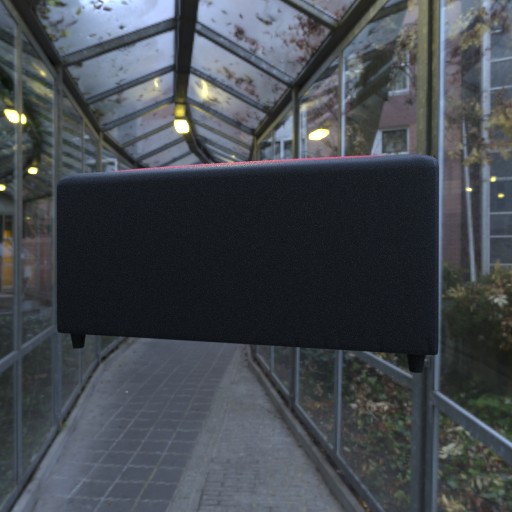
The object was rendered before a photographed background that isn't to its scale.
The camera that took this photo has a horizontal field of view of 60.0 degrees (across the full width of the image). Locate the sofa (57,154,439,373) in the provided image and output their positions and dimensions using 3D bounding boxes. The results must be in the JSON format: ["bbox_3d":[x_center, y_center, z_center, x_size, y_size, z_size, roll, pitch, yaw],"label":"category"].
[{"bbox_3d":[0.000,0.000,1.947,1.410,0.735,0.845,0,0,16],"label":"sofa"}]
